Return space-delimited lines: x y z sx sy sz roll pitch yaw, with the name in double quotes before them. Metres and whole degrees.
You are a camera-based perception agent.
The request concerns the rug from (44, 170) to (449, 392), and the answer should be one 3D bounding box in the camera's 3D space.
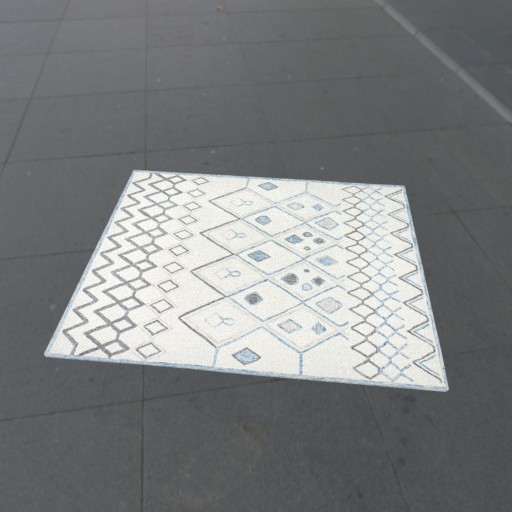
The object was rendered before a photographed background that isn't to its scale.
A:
"rug" 0.000 0.000 4.150 3.056 0.013 2.441 4 46 4
